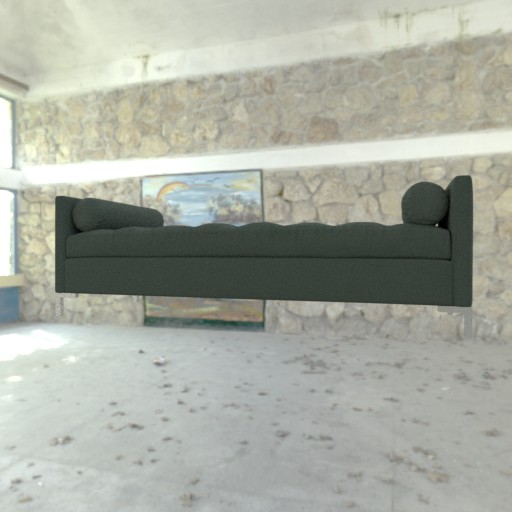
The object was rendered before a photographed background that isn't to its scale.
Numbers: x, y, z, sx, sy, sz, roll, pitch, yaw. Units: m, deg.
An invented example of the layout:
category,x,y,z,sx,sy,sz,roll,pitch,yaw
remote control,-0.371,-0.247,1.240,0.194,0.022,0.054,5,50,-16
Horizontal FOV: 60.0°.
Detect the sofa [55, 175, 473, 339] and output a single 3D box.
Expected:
category,x,y,z,sx,sy,sz,roll,pitch,yaw
sofa,0.000,0.000,2.454,2.102,0.657,0.797,0,0,18
